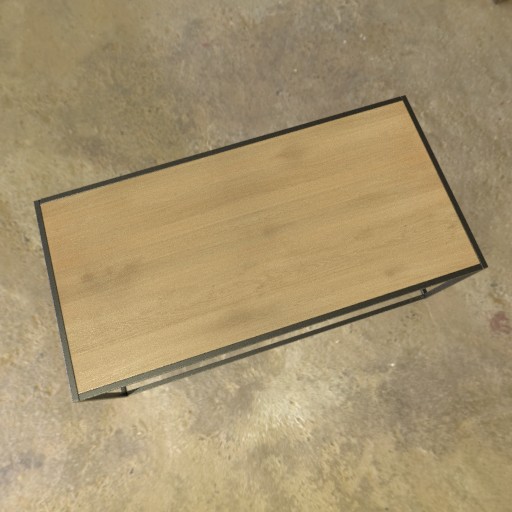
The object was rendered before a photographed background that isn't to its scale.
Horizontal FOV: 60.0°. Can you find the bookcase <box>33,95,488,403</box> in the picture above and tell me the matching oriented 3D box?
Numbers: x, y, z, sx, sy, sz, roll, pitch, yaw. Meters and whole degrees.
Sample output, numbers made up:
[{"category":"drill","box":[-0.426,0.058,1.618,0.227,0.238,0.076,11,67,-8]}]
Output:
[{"category":"bookcase","box":[0.000,0.000,1.265,1.000,0.400,0.500,-17,75,-5]}]
